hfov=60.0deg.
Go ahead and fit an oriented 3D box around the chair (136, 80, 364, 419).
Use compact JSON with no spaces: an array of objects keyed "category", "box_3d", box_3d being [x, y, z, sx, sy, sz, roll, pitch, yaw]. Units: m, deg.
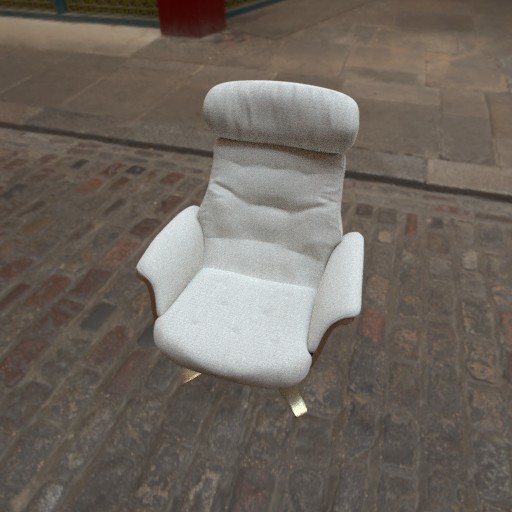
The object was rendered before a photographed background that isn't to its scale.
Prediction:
[{"category":"chair","box_3d":[0.000,0.000,1.606,0.785,0.995,0.837,11,42,13]}]
